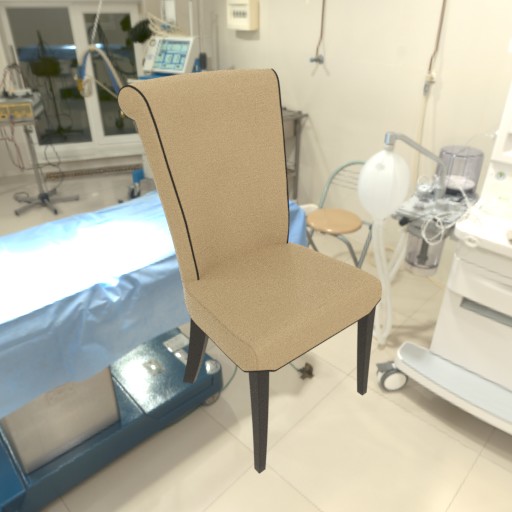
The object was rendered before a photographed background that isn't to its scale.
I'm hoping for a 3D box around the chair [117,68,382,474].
[{"bbox_3d":[0.000,0.000,1.365,0.522,0.997,0.623,-22,37,-33],"label":"chair"}]
